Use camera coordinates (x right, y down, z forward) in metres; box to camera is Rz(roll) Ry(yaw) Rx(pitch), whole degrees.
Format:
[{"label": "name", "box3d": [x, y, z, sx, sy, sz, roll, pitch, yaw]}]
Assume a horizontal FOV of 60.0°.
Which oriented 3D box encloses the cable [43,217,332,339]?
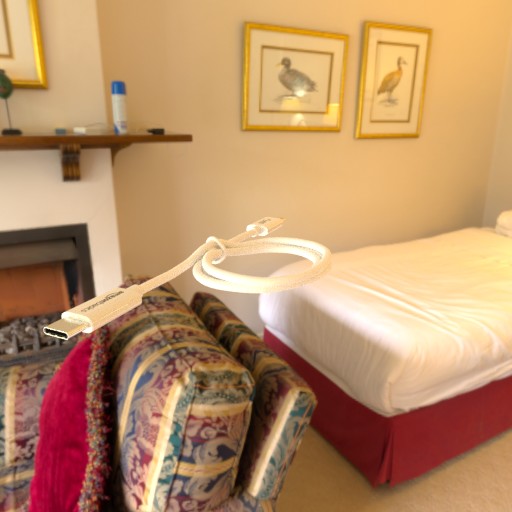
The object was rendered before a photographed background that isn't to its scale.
[{"label": "cable", "box3d": [0.000, 0.000, 0.211, 0.070, 0.014, 0.186, 8, 19, 24]}]
